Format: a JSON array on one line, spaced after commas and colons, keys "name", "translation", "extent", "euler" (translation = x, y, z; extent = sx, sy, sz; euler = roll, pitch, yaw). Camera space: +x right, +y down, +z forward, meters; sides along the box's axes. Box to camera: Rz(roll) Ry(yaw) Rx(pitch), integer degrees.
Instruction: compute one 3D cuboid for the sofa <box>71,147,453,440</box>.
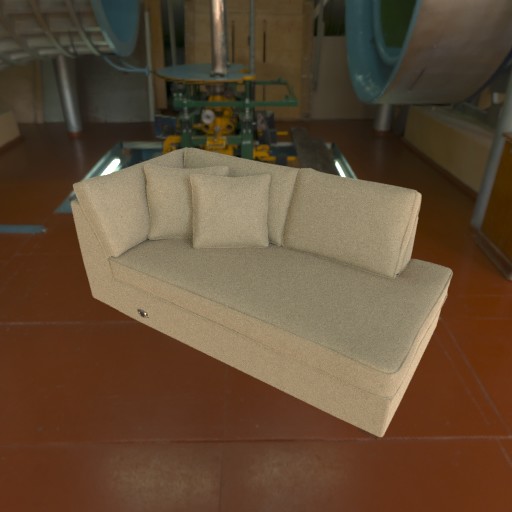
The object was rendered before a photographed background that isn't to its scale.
[{"name": "sofa", "translation": [0.000, 0.000, 2.872], "extent": [2.237, 1.033, 1.110], "euler": [18, 35, 28]}]
